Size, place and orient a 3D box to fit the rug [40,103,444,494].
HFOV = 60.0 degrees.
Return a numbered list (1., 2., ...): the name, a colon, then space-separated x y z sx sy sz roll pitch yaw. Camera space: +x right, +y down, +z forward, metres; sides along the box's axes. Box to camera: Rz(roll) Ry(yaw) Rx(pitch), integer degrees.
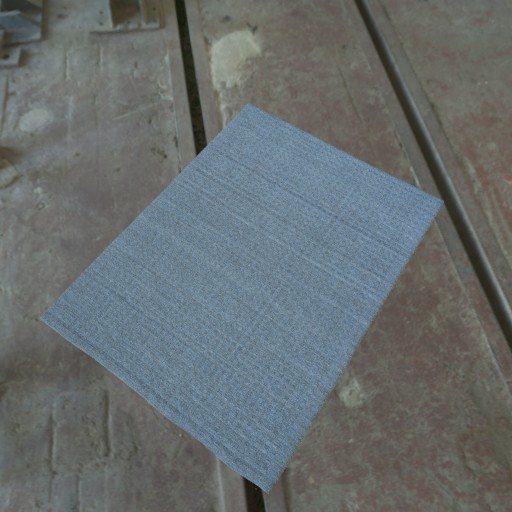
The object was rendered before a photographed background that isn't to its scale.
1. rug: 0.000 0.000 4.203 2.443 0.007 3.200 32 67 15
